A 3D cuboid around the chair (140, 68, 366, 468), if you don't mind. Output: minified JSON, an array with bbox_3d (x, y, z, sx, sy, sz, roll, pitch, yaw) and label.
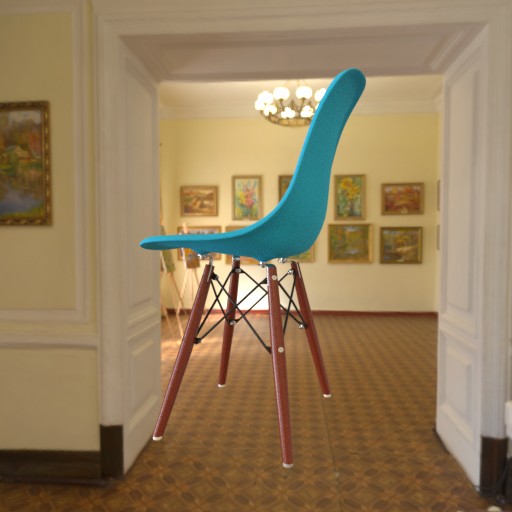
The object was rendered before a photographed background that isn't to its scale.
[{"bbox_3d":[0.000,0.000,1.122,0.533,0.826,0.470,1,2,18],"label":"chair"}]
